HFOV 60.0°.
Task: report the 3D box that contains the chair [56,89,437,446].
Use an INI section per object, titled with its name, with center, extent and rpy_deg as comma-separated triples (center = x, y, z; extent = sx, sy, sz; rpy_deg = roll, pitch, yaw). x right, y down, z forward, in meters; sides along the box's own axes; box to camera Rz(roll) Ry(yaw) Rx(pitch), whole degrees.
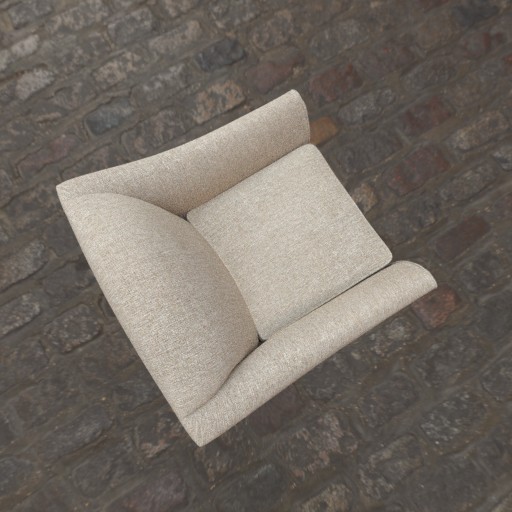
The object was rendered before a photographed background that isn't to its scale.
[chair]
center = 0.000, 0.000, 1.414
extent = 0.787, 0.839, 0.763
rpy_deg = -31, 78, -7
